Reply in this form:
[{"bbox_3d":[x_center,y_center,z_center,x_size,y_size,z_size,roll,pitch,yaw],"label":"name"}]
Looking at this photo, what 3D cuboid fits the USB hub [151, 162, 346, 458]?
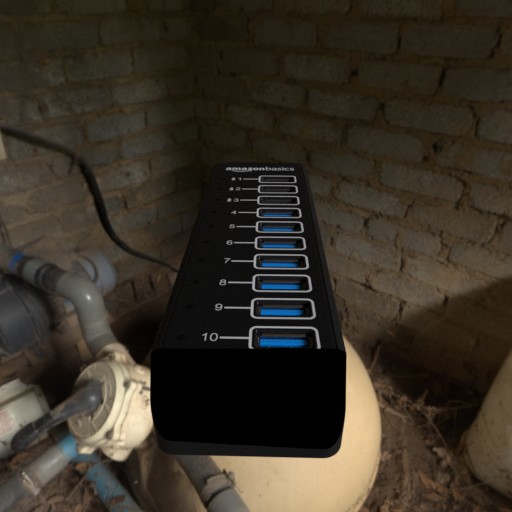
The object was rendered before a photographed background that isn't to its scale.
[{"bbox_3d":[0.000,0.000,0.159,0.044,0.023,0.145,1,30,1],"label":"USB hub"}]
